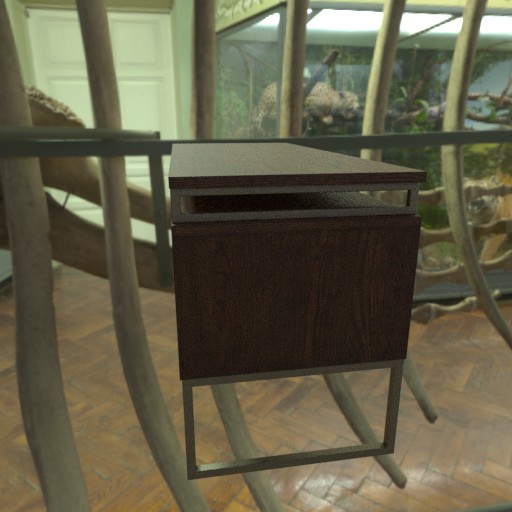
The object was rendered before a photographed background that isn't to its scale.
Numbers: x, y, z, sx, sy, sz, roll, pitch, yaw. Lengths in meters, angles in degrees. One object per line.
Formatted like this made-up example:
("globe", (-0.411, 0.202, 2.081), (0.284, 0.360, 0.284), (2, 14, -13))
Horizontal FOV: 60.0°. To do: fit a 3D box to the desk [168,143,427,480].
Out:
("desk", (0.000, 0.000, 1.737), (0.610, 0.792, 1.384), (-3, 17, -9))
